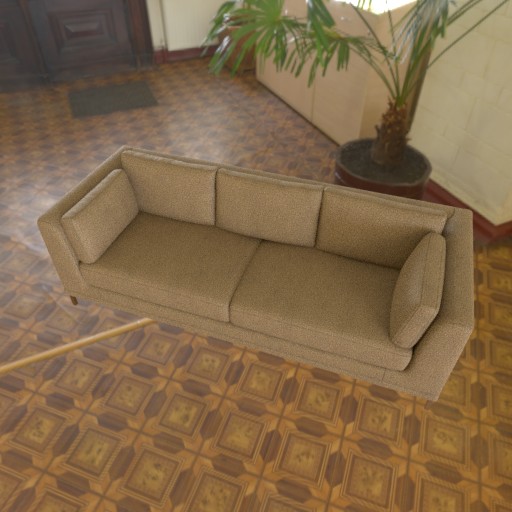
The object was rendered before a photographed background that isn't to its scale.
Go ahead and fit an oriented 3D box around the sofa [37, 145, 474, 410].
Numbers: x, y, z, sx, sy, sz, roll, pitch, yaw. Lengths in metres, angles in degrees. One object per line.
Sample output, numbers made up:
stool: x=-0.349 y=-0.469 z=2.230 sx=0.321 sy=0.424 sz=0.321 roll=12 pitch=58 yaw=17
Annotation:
sofa: x=0.000 y=0.000 z=2.821 sx=2.415 sy=0.867 sz=0.969 roll=13 pitch=44 yaw=14
